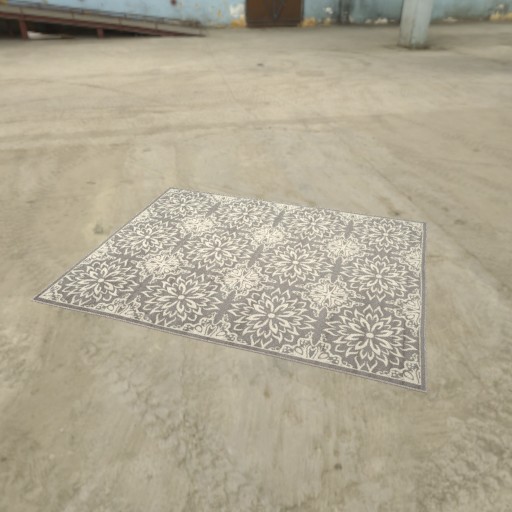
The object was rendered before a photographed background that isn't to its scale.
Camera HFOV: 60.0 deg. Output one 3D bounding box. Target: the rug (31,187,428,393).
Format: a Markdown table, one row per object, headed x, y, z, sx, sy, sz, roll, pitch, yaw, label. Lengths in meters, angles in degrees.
| x | y | z | sx | sy | sz | roll | pitch | yaw | label |
| --- | --- | --- | --- | --- | --- | --- | --- | --- | --- |
| 0.000 | 0.000 | 4.058 | 2.980 | 0.012 | 2.363 | 10 | 33 | 15 | rug |
